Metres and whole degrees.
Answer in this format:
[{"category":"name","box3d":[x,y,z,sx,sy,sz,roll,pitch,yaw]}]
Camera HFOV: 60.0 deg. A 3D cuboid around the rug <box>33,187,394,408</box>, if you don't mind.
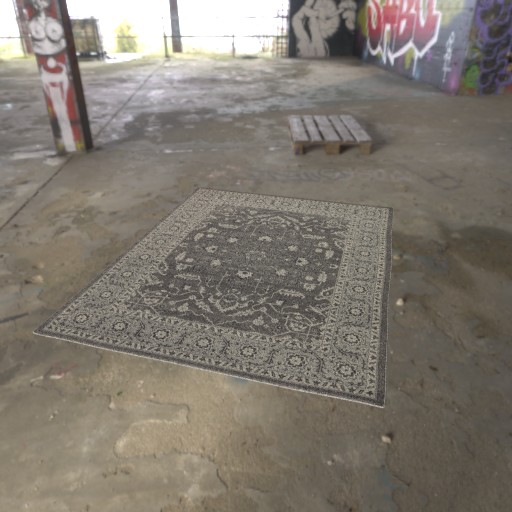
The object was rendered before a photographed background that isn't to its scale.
[{"category":"rug","box3d":[0.000,0.000,4.150,2.451,0.026,3.069,8,30,14]}]
